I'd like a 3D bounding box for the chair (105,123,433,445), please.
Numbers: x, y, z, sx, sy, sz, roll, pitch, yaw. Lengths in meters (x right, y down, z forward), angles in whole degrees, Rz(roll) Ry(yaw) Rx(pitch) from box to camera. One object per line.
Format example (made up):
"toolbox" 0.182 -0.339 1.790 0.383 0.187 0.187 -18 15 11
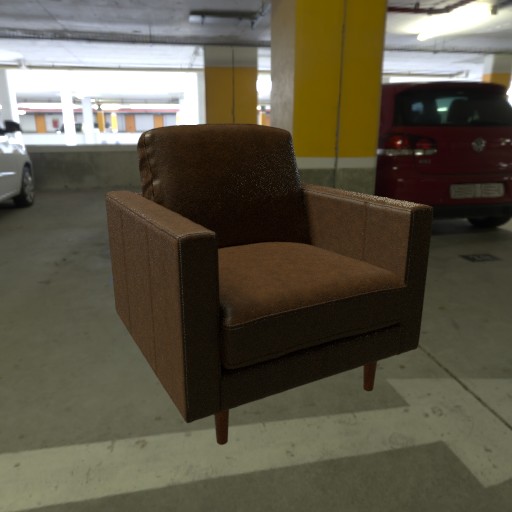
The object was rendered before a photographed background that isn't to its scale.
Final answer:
"chair" 0.000 0.000 1.659 0.890 0.956 0.909 -9 18 -28
